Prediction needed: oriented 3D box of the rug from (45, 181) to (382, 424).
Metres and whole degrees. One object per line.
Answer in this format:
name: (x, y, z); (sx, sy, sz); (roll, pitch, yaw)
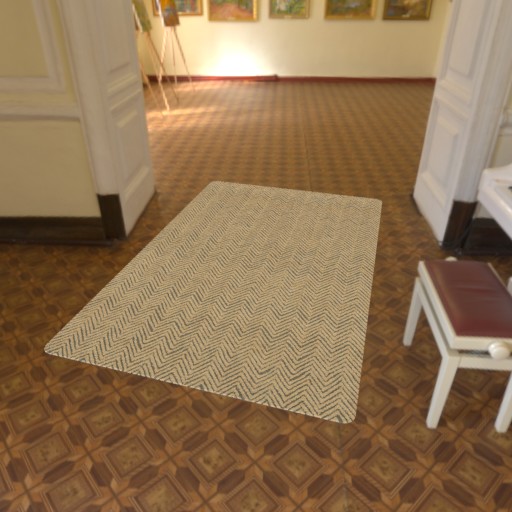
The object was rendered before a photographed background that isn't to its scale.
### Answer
rug: (0.000, 0.000, 2.214); (1.144, 0.008, 1.752); (9, 32, 14)
